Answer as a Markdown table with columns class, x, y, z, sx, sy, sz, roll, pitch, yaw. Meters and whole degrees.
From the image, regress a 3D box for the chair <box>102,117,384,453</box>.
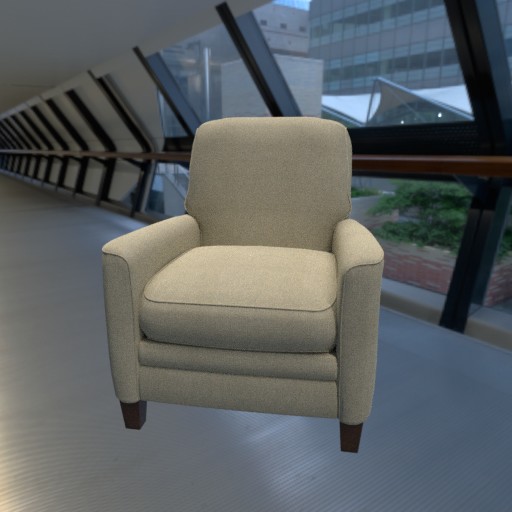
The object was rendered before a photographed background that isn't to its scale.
| class | x | y | z | sx | sy | sz | roll | pitch | yaw |
| --- | --- | --- | --- | --- | --- | --- | --- | --- | --- |
| chair | 0.000 | 0.000 | 1.626 | 0.850 | 1.006 | 0.853 | 2 | 15 | 9 |
